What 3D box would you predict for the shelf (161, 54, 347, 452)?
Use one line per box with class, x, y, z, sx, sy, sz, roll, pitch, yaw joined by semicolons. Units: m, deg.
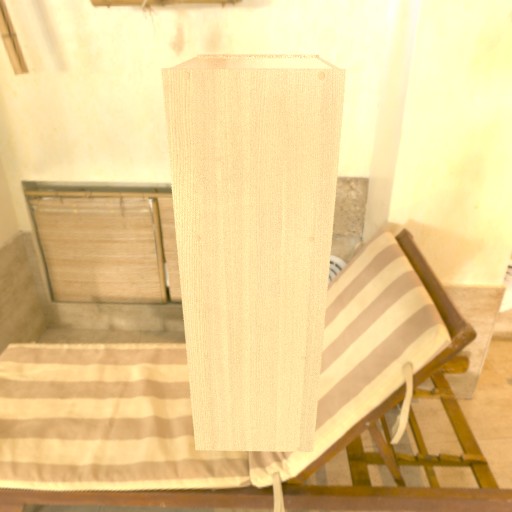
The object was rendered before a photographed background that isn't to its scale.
shelf;0.000;0.000;1.083;0.292;0.876;0.417;1;27;1
